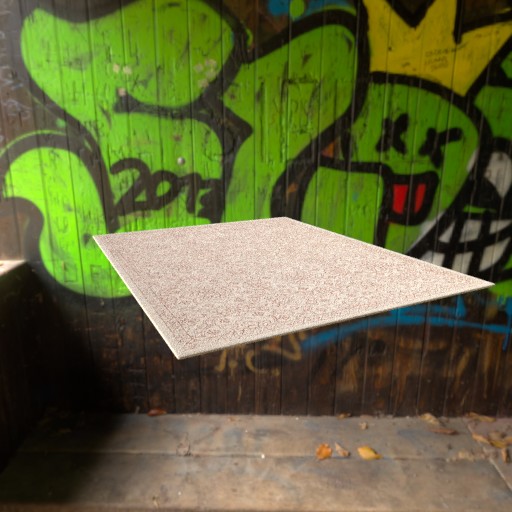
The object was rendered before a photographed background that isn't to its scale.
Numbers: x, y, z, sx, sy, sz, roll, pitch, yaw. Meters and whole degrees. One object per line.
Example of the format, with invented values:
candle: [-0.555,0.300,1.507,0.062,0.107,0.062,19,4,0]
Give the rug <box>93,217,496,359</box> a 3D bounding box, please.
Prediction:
rug: [0.000,0.000,4.055,2.441,0.015,3.050,-8,17,-26]
